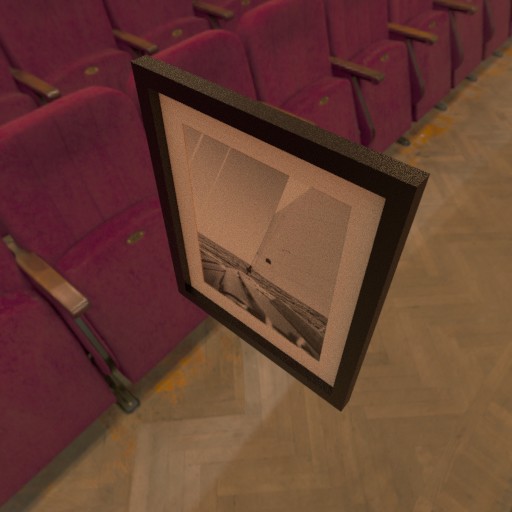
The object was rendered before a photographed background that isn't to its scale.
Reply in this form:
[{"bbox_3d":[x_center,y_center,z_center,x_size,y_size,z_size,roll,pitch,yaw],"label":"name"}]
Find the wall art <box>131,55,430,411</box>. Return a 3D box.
[{"bbox_3d":[0.000,0.000,0.772,0.461,0.558,0.031,32,55,26],"label":"wall art"}]
